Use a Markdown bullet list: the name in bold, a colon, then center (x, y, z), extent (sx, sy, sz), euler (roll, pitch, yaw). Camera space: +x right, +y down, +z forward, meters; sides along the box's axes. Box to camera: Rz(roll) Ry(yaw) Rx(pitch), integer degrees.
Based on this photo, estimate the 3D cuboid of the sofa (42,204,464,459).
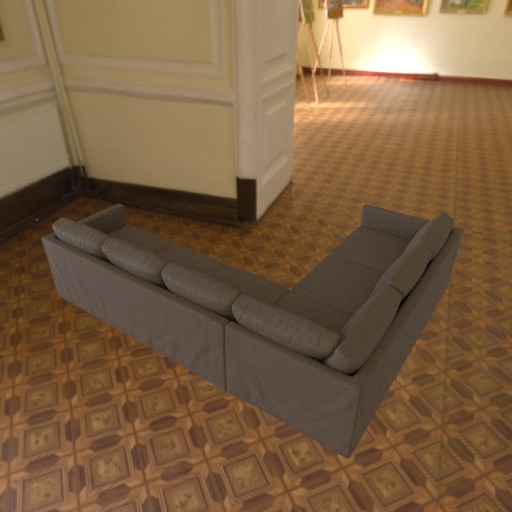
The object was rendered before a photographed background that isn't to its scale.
- **sofa**: center (0.000, 0.000, 4.304), extent (3.182, 0.871, 2.432), euler (20, 37, 29)
